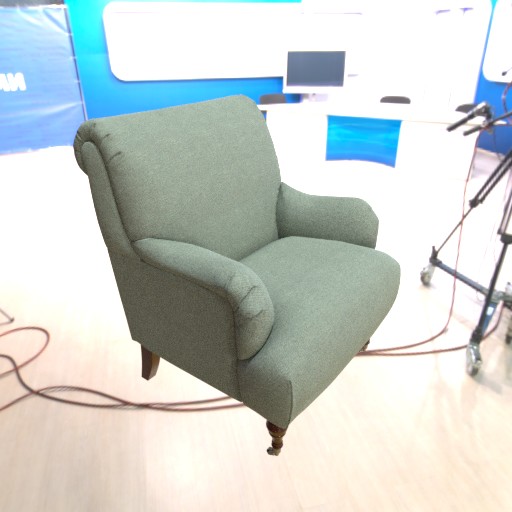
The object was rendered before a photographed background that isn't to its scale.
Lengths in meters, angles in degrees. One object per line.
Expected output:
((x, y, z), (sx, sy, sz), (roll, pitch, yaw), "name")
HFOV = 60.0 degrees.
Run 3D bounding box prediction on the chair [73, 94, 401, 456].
((0.000, 0.000, 1.914), (1.060, 1.178, 0.964), (19, 33, 33), "chair")
